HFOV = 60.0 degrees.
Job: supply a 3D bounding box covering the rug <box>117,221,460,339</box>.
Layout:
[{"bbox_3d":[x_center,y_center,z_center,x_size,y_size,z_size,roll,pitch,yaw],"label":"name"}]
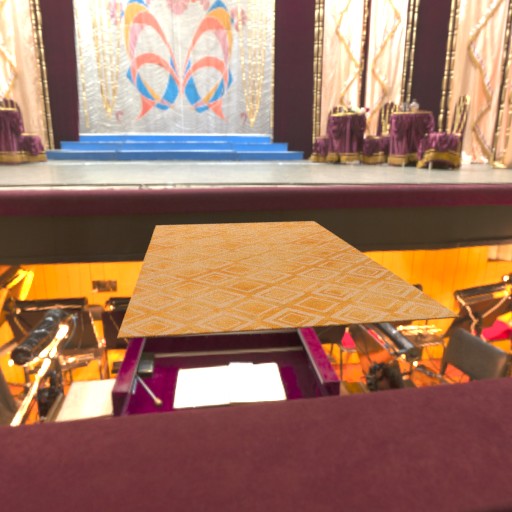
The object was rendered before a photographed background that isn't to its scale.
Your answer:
[{"bbox_3d":[0.000,0.000,3.058,1.511,0.010,2.424,-2,15,-8],"label":"rug"}]
